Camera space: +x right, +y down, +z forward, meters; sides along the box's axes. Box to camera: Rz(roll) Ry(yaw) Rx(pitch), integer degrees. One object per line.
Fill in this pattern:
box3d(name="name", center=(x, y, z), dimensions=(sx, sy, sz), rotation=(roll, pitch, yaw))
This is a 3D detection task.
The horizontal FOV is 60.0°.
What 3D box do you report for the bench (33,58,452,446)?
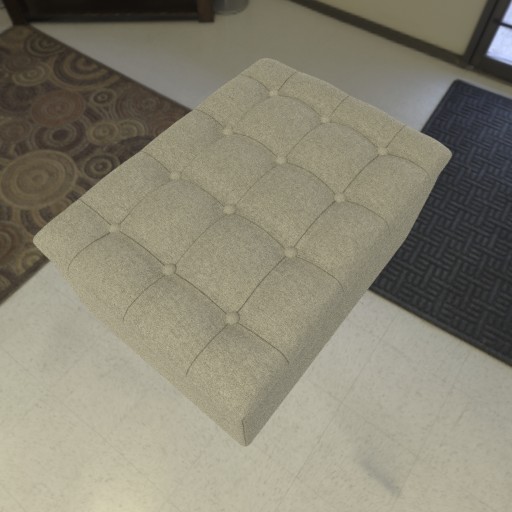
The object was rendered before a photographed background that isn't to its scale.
box3d(name="bench", center=(0.000, 0.000, 0.875), dimensions=(0.417, 0.469, 0.572), rotation=(35, 65, 19))
